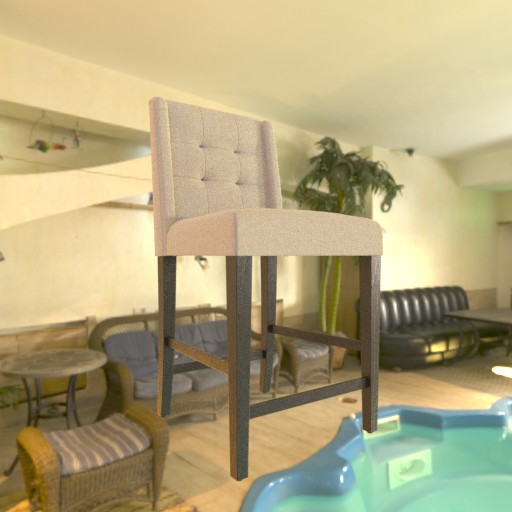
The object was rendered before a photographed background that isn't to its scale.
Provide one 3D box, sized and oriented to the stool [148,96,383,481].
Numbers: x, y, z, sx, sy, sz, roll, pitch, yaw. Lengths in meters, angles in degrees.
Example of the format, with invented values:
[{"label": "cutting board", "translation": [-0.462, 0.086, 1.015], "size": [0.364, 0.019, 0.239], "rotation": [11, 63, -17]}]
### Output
[{"label": "stool", "translation": [0.000, 0.000, 1.240], "size": [0.474, 0.939, 0.509], "rotation": [0, 0, -36]}]
